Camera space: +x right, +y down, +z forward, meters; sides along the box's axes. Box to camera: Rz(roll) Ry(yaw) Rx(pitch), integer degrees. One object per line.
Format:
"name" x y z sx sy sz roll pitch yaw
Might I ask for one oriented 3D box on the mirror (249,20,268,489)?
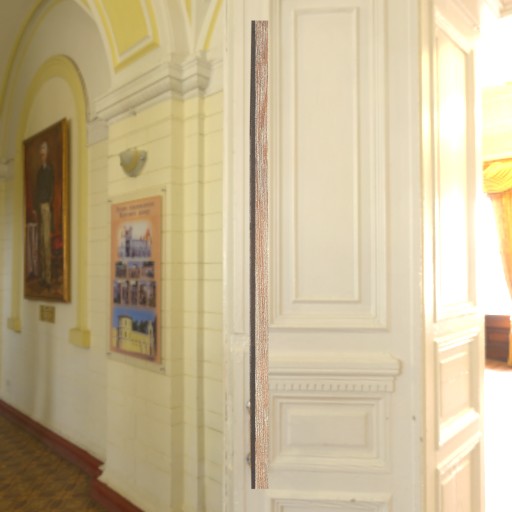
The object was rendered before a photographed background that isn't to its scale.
"mirror" 0.000 0.000 1.199 0.032 0.882 0.730 0 -1 -1
